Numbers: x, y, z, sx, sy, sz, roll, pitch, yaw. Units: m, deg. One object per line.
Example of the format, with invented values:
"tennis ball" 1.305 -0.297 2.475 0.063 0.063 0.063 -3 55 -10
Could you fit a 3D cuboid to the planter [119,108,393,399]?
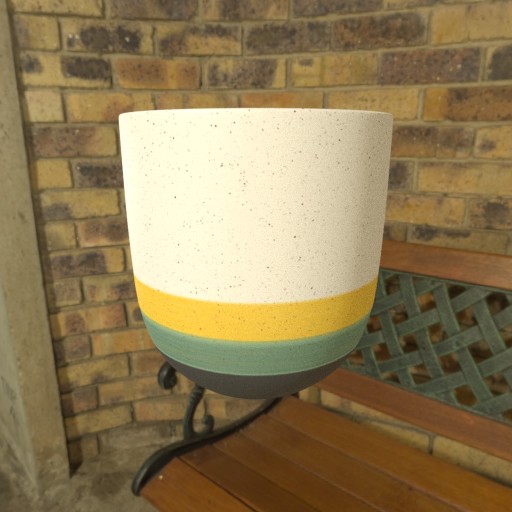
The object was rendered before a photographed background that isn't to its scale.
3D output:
"planter" 0.000 0.000 0.355 0.195 0.214 0.195 0 15 0
